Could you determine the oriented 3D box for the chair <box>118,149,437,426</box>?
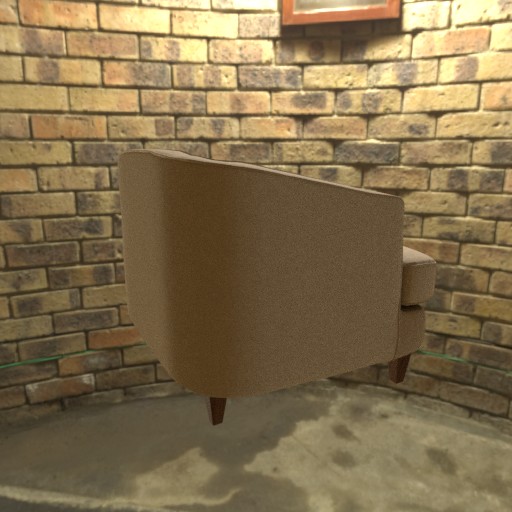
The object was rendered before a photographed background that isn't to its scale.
[{"bbox_3d":[0.000,0.000,1.816,0.941,0.852,1.104,-7,15,-27],"label":"chair"}]
